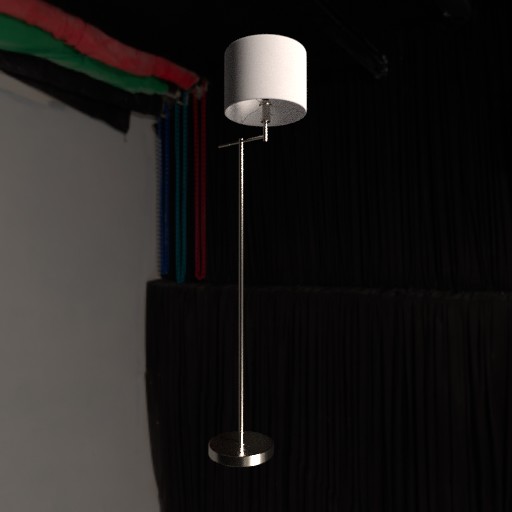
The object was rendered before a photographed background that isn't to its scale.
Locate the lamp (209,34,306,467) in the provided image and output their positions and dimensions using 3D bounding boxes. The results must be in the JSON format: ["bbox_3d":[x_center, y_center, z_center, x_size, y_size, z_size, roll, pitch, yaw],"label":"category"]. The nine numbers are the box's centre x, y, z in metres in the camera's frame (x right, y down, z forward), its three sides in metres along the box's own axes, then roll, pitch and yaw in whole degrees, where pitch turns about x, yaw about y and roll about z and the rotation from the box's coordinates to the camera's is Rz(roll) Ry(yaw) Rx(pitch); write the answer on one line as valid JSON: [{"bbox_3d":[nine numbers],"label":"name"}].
[{"bbox_3d":[0.000,0.000,1.778,0.416,1.600,0.324,-1,-1,36],"label":"lamp"}]
